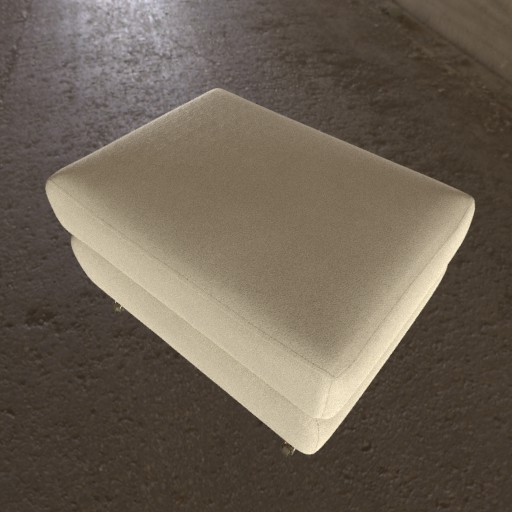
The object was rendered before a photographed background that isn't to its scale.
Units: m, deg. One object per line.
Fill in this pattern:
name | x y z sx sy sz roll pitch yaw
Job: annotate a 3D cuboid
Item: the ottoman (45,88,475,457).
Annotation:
ottoman | 0.000 0.000 1.080 0.773 0.499 0.569 32 55 26
